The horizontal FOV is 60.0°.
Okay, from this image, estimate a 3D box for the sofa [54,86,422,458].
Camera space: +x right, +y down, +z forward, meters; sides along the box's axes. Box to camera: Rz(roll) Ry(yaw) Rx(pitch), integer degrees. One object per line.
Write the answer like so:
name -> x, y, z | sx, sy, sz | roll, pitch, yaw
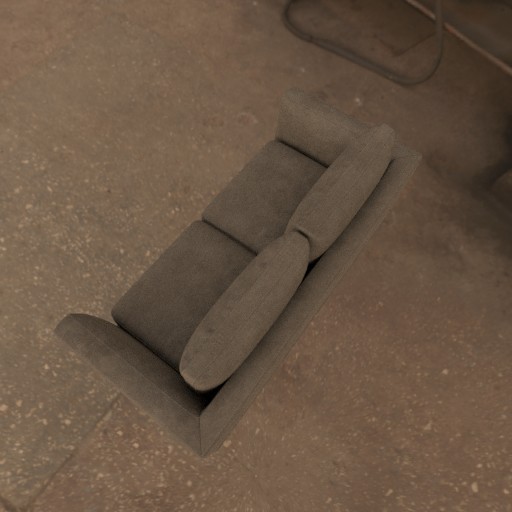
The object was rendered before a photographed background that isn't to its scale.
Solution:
sofa -> 0.000, 0.000, 2.326 | 0.855, 1.013, 1.832 | 34, 68, 15
